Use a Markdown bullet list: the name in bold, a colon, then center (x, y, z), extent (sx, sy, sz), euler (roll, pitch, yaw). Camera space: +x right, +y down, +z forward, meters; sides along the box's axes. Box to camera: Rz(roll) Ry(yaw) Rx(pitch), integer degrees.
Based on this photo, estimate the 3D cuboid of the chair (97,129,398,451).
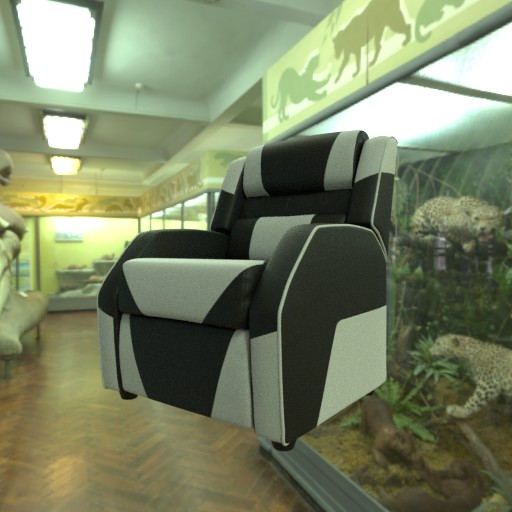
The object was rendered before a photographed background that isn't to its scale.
- **chair**: center (0.000, 0.000, 1.298), extent (0.620, 0.805, 0.672), euler (1, 1, 37)
